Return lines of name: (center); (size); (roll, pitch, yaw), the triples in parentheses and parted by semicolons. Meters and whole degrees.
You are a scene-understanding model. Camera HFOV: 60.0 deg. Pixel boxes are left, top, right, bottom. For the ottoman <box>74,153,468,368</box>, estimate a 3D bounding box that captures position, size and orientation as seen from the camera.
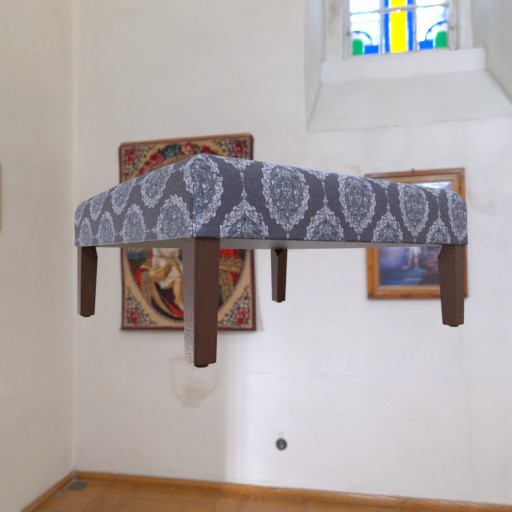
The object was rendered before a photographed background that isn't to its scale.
ottoman: (0.000, 0.000, 1.389); (0.889, 0.409, 0.890); (0, 0, -35)
